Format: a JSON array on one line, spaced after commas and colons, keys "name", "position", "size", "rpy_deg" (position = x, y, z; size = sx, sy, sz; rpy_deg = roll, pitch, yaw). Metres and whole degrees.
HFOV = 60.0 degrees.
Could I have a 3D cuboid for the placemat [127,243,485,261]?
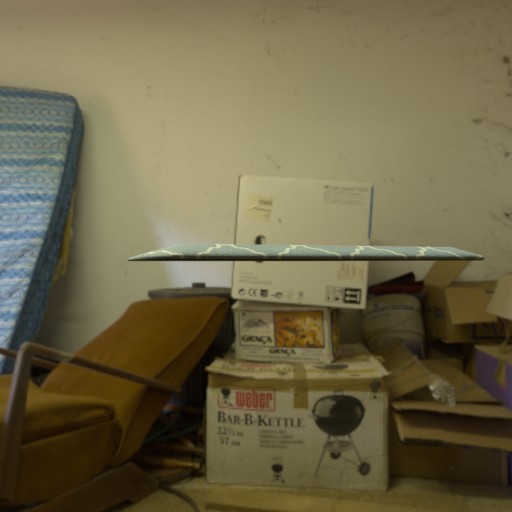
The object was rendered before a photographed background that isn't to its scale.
[{"name": "placemat", "position": [0.000, 0.000, 0.944], "size": [0.508, 0.021, 0.762], "rpy_deg": [0, -1, -18]}]
